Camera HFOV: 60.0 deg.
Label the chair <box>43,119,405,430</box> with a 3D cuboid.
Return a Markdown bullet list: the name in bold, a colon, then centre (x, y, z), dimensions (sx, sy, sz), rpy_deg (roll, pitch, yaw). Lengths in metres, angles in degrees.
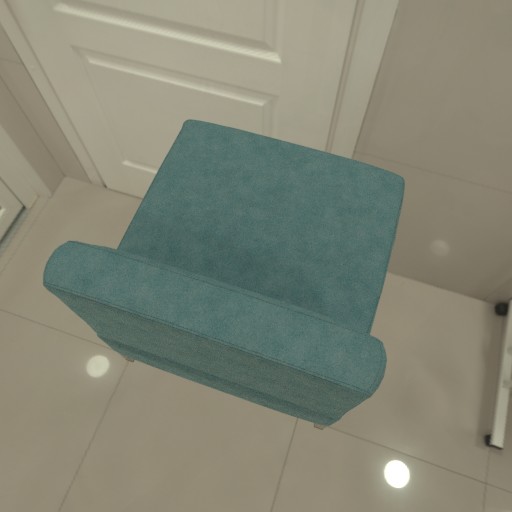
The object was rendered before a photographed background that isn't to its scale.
- **chair**: centre (0.000, 0.000, 1.209), dimensions (0.684, 0.660, 0.685), rpy_deg (17, 65, 8)
